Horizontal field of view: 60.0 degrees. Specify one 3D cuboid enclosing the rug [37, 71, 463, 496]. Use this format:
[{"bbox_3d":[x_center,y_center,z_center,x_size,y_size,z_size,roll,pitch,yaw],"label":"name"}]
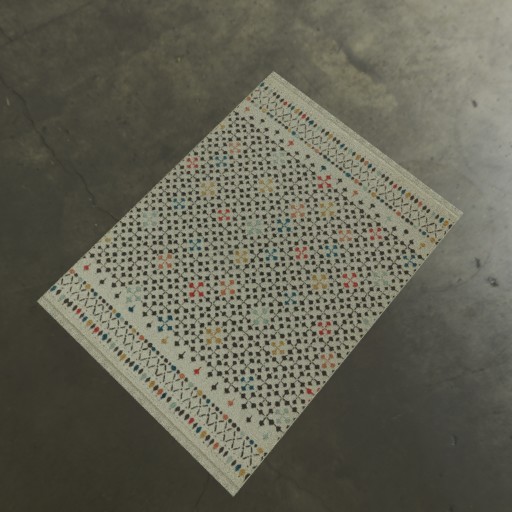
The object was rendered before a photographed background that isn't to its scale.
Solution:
[{"bbox_3d":[0.000,0.000,4.037,2.354,0.007,3.196,40,78,10],"label":"rug"}]
